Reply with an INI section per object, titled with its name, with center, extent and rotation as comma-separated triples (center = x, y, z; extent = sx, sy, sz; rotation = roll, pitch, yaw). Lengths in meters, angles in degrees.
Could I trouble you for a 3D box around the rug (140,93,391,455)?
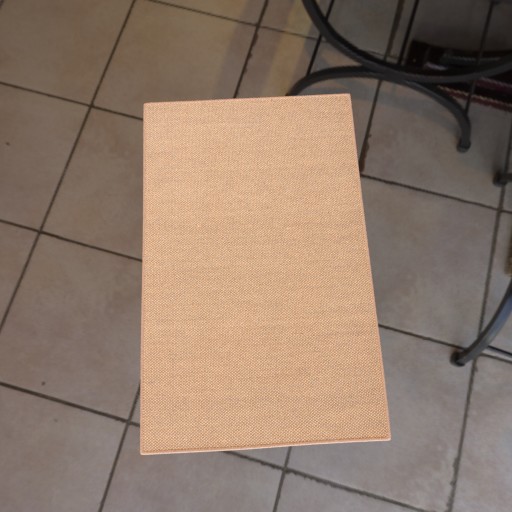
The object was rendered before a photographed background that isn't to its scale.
[rug]
center = 0.000, 0.000, 2.076
extent = 1.067, 0.013, 1.676
rotation = -3, 76, -1
